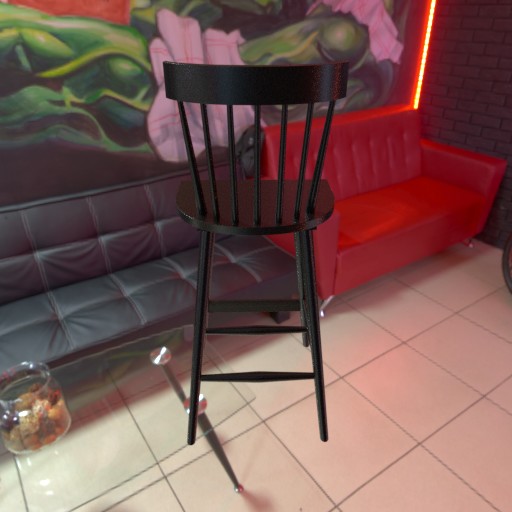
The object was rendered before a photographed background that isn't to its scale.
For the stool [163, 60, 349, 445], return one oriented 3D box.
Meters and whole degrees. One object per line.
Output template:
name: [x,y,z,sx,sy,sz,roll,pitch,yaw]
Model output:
stool: [0.000,0.000,1.346,0.482,1.092,0.483,-1,29,-1]
